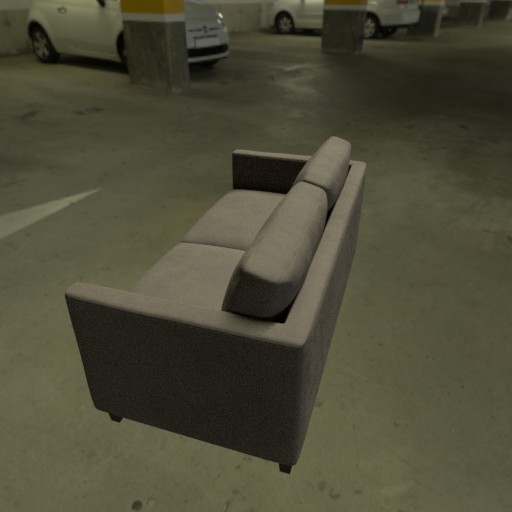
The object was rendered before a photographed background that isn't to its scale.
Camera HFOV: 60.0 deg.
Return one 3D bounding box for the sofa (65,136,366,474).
[{"bbox_3d":[0.000,0.000,2.413,0.950,0.963,1.884,10,32,16],"label":"sofa"}]
